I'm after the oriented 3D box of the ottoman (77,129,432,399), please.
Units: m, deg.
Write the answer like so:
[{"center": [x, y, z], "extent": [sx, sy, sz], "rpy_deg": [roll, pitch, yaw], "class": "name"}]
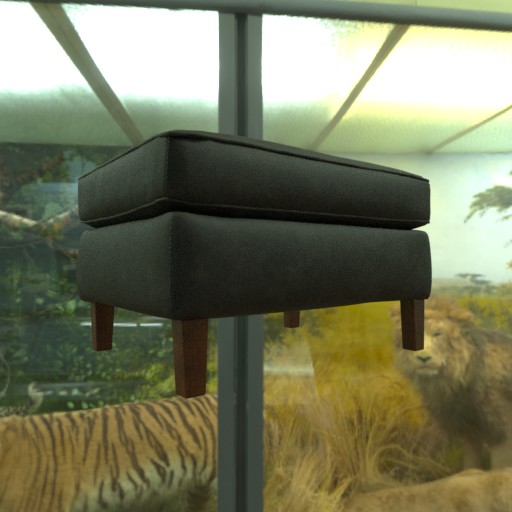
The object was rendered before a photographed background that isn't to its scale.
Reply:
[{"center": [0.000, 0.000, 0.978], "extent": [0.665, 0.413, 0.501], "rpy_deg": [0, -1, -37], "class": "ottoman"}]
